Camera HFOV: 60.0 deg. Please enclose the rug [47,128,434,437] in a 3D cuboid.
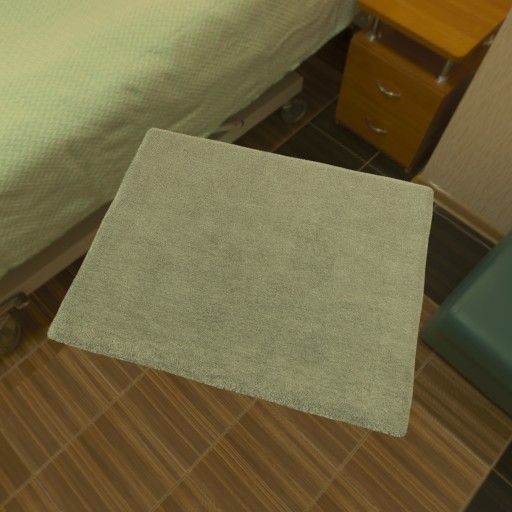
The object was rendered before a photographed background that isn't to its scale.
[{"bbox_3d":[0.000,0.000,3.912,2.933,0.027,2.332,14,64,7],"label":"rug"}]
